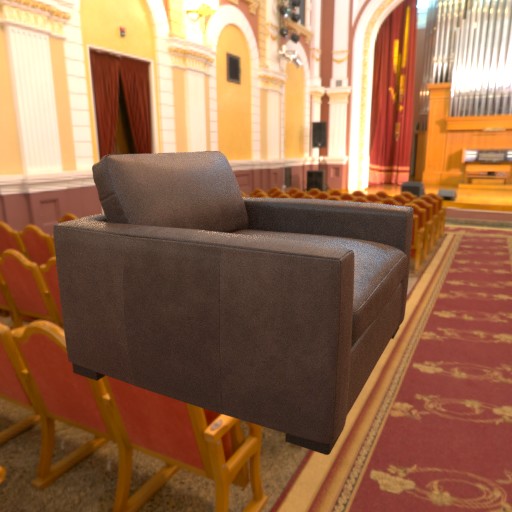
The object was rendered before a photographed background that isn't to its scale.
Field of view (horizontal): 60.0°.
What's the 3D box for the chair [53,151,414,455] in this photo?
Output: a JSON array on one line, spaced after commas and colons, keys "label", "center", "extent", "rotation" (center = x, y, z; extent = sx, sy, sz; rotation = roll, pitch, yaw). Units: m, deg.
[{"label": "chair", "center": [0.000, 0.000, 1.773], "extent": [1.069, 0.812, 1.100], "rotation": [7, 16, 27]}]
